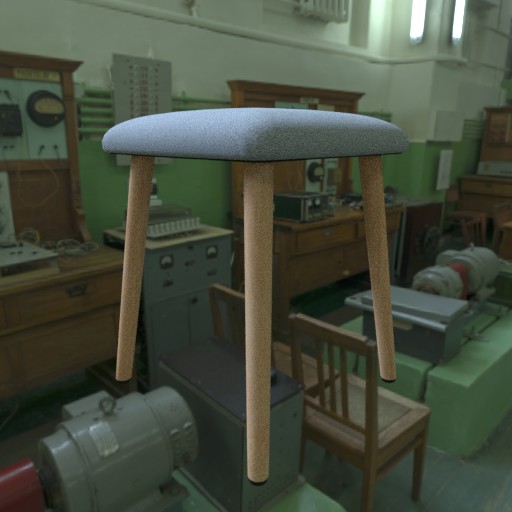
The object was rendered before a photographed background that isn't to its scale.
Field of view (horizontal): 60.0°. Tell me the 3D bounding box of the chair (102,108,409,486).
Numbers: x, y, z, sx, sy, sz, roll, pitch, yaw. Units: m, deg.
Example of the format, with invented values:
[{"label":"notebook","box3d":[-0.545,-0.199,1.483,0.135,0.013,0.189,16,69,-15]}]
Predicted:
[{"label":"chair","box3d":[0.000,0.000,0.703,0.350,0.440,0.350,15,21,43]}]
